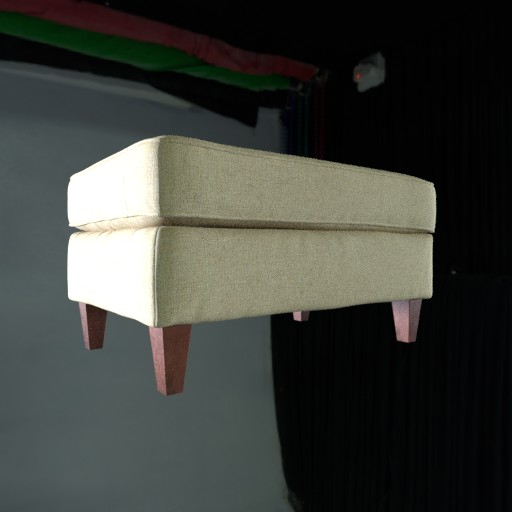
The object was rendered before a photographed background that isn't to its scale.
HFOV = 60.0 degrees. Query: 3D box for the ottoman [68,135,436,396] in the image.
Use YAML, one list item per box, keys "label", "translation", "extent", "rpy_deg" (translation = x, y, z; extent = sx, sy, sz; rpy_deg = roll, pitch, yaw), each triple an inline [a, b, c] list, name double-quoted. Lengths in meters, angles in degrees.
- label: "ottoman"
  translation: [0.000, 0.000, 1.209]
  extent: [0.862, 0.484, 0.583]
  rpy_deg: [-1, 2, -37]
